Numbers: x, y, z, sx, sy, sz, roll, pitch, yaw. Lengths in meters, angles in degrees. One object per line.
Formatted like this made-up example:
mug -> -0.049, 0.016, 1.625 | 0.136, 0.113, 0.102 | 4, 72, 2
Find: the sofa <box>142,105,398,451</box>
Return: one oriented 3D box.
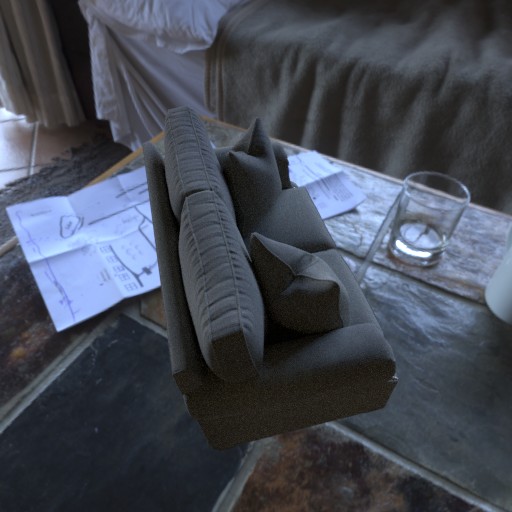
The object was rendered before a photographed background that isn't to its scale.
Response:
sofa -> 0.000, 0.000, 2.310 | 0.966, 0.966, 1.701 | -10, 47, -10
